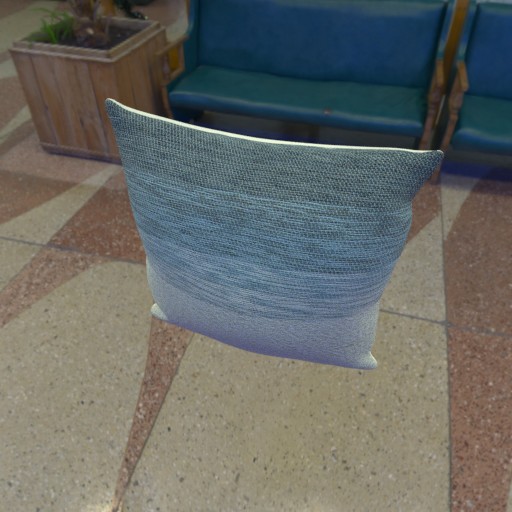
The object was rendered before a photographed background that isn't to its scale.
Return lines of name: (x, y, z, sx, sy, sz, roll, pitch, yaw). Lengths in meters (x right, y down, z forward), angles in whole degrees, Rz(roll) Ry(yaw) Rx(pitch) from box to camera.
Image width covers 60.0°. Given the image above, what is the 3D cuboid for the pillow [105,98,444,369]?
pillow: (0.000, 0.000, 0.680, 0.440, 0.441, 0.182, 12, 44, 13)
